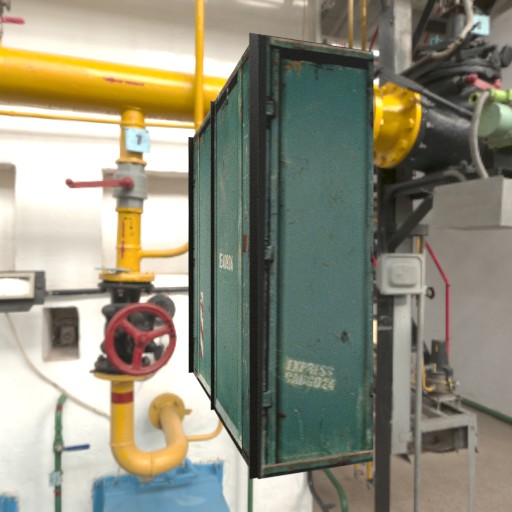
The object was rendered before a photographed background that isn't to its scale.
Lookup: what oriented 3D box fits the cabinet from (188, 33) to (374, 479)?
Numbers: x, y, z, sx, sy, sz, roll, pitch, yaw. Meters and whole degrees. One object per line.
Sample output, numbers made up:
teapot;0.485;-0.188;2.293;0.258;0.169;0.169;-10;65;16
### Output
cabinet;0.000;0.000;3.191;0.680;2.160;2.000;0;0;-17
